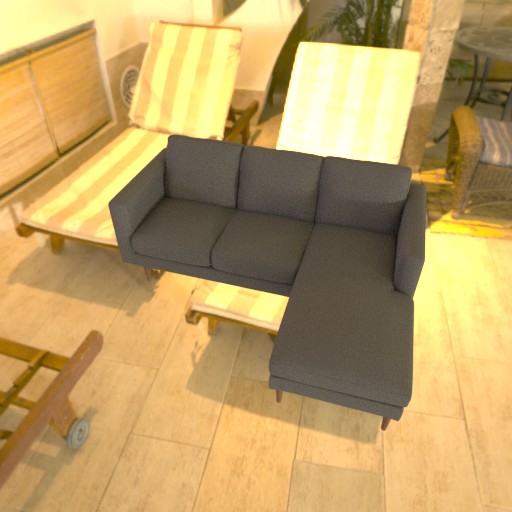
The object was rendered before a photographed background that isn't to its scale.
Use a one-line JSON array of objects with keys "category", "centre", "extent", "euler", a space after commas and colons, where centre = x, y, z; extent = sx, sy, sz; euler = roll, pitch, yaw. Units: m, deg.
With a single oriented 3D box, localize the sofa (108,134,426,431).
[{"category": "sofa", "centre": [0.000, 0.000, 2.905], "extent": [2.031, 0.897, 1.591], "euler": [11, 41, 13]}]
